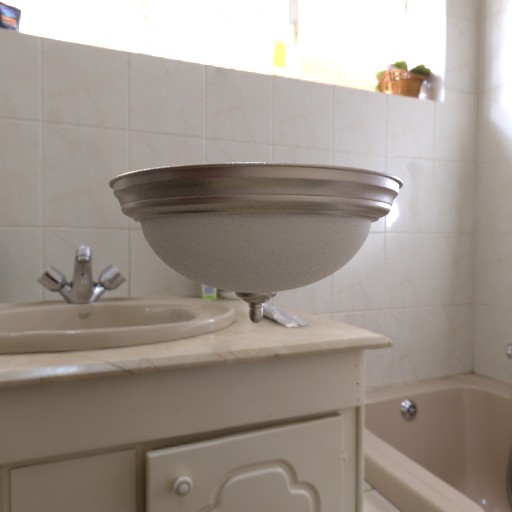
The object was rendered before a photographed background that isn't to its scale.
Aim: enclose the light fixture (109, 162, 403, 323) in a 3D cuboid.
[{"bbox_3d":[0.000,0.000,0.445,0.280,0.135,0.280,0,1,0],"label":"light fixture"}]
